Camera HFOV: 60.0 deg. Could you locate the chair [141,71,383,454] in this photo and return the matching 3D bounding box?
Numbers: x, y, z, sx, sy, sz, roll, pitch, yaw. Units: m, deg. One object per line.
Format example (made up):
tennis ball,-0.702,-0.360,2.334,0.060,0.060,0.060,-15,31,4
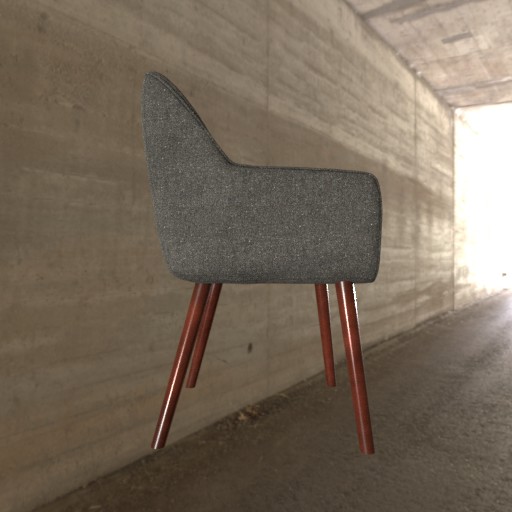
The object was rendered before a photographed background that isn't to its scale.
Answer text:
chair,0.000,0.000,1.147,0.519,0.803,0.543,0,0,1
